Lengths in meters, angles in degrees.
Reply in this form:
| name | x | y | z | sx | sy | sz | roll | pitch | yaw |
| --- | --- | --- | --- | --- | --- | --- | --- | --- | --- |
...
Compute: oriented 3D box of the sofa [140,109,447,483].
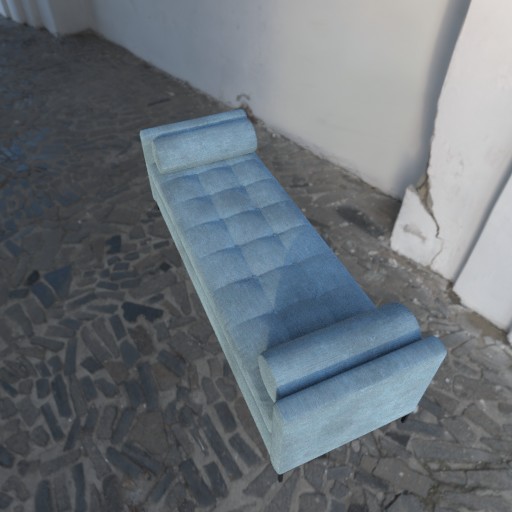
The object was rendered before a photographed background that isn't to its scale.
| name | x | y | z | sx | sy | sz | roll | pitch | yaw |
| --- | --- | --- | --- | --- | --- | --- | --- | --- | --- |
| sofa | 0.000 | 0.000 | 2.370 | 0.686 | 0.635 | 1.981 | -18 | 49 | -16 |
